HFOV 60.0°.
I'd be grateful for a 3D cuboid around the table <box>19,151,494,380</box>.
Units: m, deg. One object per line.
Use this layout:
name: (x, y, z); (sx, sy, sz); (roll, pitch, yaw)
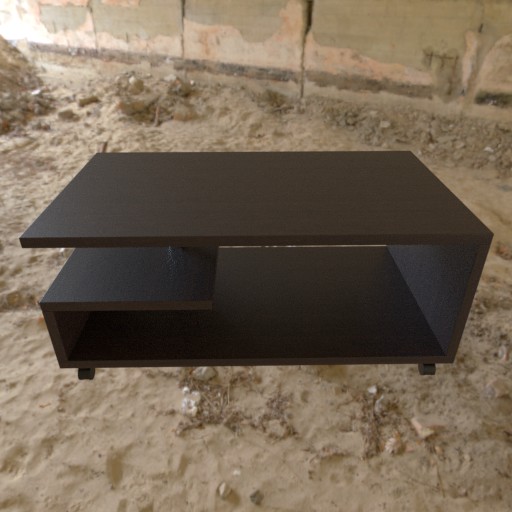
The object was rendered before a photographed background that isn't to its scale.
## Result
table: (0.000, 0.000, 1.348); (1.050, 0.460, 0.590); (-1, 31, -1)
